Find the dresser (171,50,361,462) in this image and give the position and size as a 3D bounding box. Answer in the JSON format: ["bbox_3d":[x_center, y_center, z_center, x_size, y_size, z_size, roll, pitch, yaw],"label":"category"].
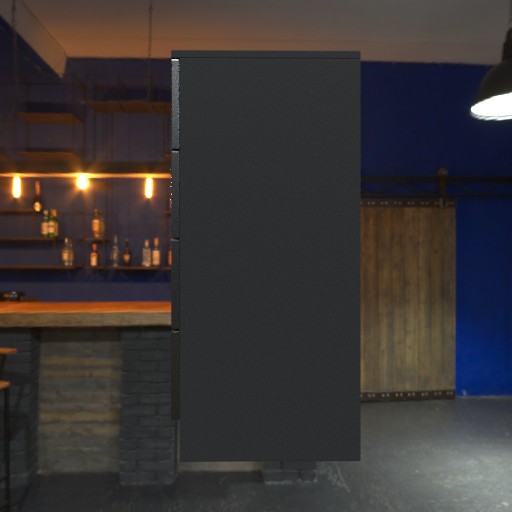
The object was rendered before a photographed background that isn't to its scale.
[{"bbox_3d":[0.000,0.000,1.150,0.360,0.720,0.750,0,0,-1],"label":"dresser"}]
